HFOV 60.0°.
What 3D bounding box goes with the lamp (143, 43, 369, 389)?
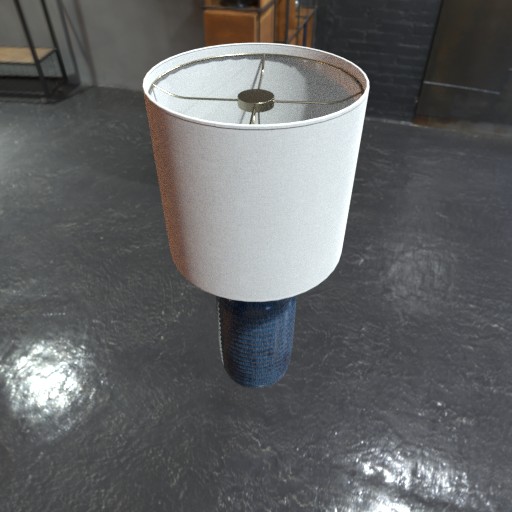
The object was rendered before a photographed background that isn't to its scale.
[{"bbox_3d":[0.000,0.000,0.596,0.220,0.475,0.220,13,43,14],"label":"lamp"}]
